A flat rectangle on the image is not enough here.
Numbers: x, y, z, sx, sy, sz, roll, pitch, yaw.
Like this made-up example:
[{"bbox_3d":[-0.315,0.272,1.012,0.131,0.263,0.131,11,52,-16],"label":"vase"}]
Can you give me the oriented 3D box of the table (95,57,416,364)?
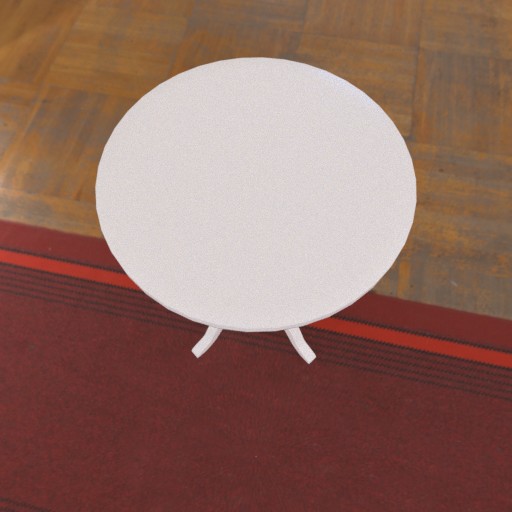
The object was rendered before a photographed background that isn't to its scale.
[{"bbox_3d":[0.000,0.000,1.011,0.513,0.653,0.513,0,66,0],"label":"table"}]
